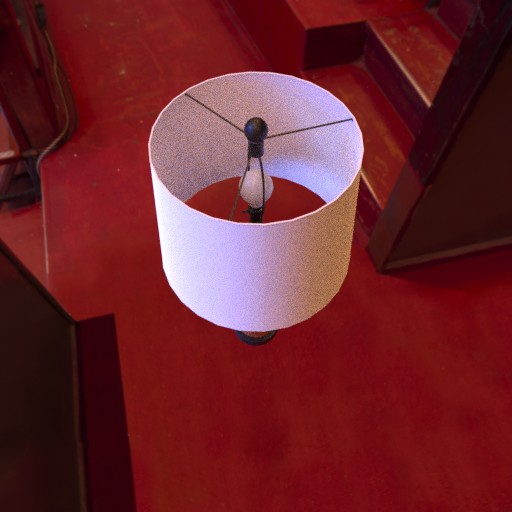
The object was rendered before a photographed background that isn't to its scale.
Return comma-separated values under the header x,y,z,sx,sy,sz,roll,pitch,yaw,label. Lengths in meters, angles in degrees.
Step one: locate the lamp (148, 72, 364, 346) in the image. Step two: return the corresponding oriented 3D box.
x,y,z,sx,sy,sz,roll,pitch,yaw,label
0.000,0.000,0.860,0.349,0.667,0.349,0,58,0,lamp
